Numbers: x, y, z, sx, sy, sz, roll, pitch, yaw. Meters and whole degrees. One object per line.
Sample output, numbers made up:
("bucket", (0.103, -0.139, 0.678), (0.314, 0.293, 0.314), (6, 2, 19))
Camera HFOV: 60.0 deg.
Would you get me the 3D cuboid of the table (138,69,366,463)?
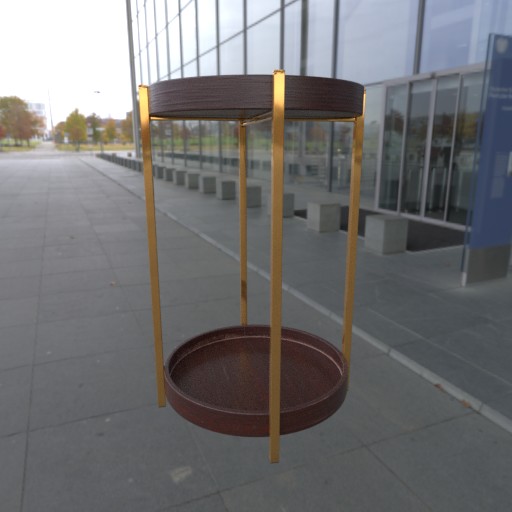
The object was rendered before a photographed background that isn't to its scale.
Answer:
("table", (0.000, 0.000, 0.852), (0.400, 0.610, 0.400), (-2, 15, -9))
